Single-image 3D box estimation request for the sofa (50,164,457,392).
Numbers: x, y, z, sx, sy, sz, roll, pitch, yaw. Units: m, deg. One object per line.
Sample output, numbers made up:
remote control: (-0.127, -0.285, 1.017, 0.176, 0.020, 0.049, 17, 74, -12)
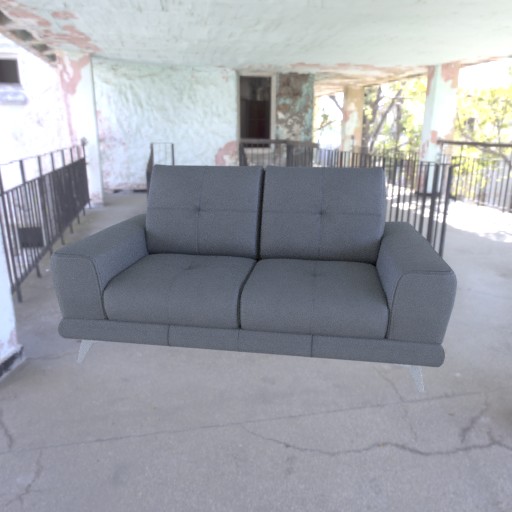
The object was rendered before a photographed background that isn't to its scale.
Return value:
sofa: (0.000, 0.000, 2.366, 1.806, 0.907, 1.018, 3, 16, 9)
